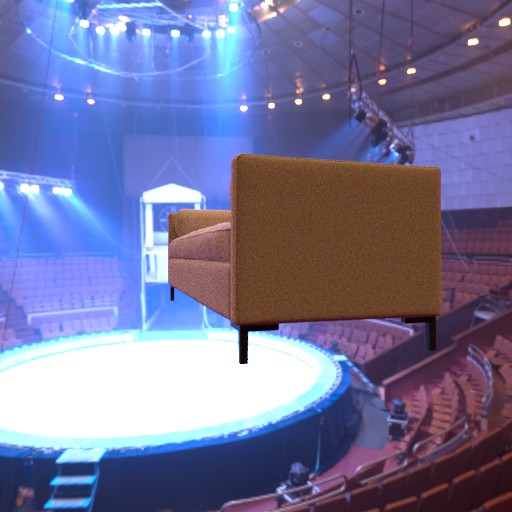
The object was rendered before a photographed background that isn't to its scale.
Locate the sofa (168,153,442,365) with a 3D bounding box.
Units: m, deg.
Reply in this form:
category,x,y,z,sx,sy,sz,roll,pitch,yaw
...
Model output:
category,x,y,z,sx,sy,sz,roll,pitch,yaw
sofa,0.000,0.000,2.339,0.746,0.641,1.985,0,0,-17
